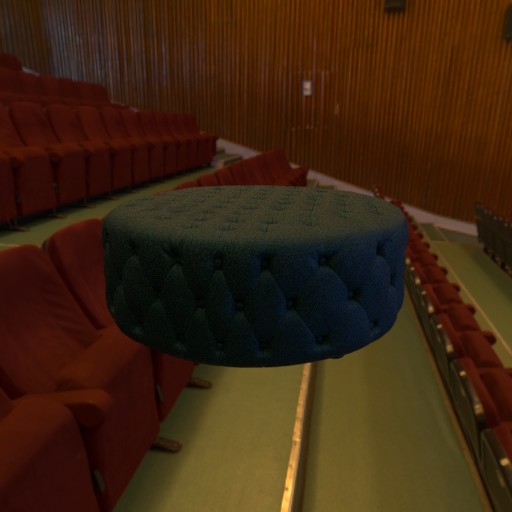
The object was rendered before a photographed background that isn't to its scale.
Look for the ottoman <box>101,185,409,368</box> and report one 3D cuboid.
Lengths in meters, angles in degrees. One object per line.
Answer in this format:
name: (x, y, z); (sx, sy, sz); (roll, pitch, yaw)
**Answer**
ottoman: (0.000, 0.000, 1.544); (0.998, 0.398, 0.998); (0, 16, 0)
